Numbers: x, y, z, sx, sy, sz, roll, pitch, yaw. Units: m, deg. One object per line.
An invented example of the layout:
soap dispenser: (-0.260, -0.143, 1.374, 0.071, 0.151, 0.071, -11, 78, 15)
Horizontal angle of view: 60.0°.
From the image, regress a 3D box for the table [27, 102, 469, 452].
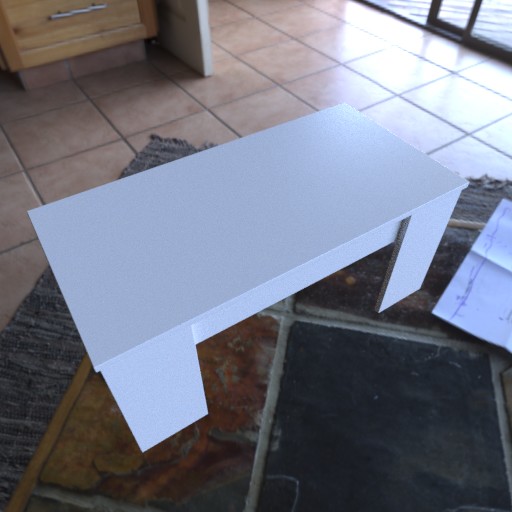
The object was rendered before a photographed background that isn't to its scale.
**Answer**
table: (0.000, 0.000, 1.272, 1.000, 0.440, 0.500, -25, 52, -22)
